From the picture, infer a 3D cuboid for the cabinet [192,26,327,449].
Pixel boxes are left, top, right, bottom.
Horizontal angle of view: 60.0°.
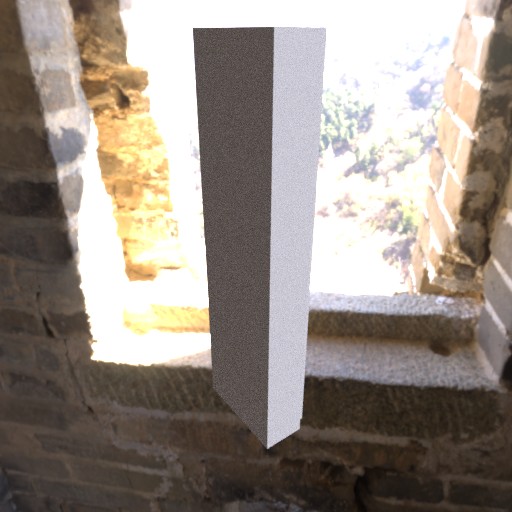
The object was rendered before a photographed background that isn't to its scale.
[{"bbox_3d":[0.000,0.000,1.952,0.230,1.790,0.500,-18,32,-32],"label":"cabinet"}]
